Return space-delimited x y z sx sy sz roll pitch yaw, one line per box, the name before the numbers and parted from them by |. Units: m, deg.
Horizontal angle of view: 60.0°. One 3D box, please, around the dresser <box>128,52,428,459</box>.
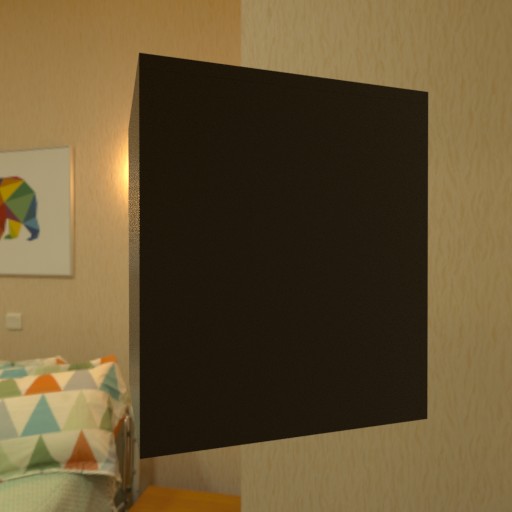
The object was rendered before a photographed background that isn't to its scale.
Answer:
dresser | 0.000 0.000 0.743 0.400 0.470 0.360 0 0 -18
